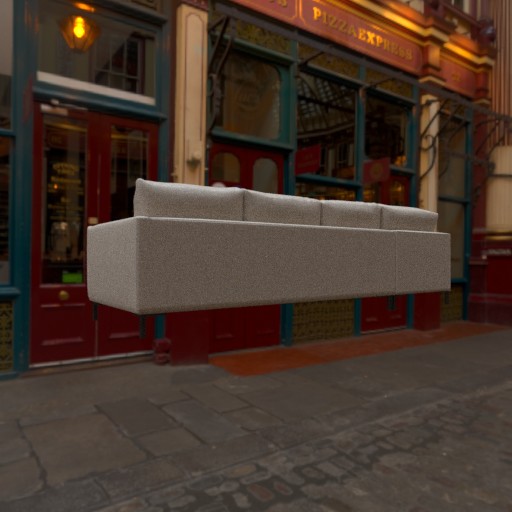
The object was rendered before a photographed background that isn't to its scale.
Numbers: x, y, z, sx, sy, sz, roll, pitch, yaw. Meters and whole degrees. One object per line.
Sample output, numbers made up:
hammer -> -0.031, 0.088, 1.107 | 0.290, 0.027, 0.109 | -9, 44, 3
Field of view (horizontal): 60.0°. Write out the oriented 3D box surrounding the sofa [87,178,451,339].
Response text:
sofa -> 0.000, 0.000, 3.181 | 2.423, 0.703, 1.617 | 0, 0, -36
